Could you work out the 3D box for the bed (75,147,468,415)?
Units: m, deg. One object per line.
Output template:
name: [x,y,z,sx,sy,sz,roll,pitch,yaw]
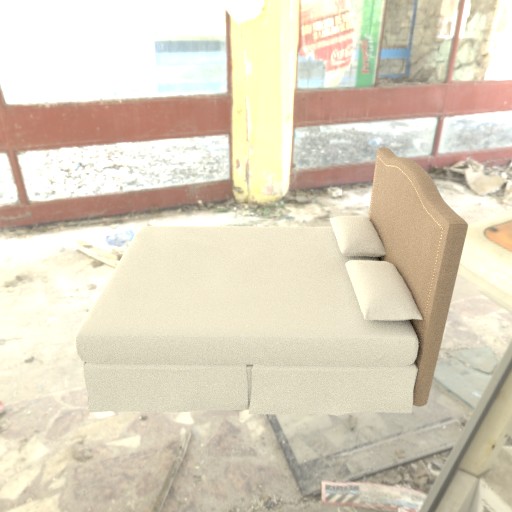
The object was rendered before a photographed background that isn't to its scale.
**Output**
bed: [0.000,0.000,3.394,2.282,1.436,1.821,0,27,1]
